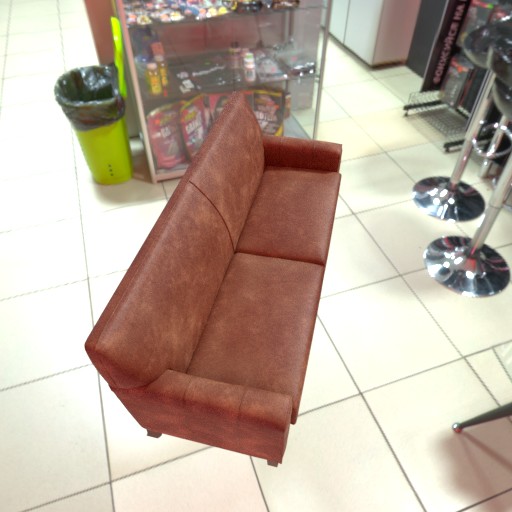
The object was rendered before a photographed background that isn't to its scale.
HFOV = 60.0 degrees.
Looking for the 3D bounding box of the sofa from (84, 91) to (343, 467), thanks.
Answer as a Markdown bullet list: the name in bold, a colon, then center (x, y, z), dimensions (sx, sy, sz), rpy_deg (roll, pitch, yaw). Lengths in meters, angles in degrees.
- **sofa**: center (0.000, 0.000, 2.553), dimensions (0.805, 0.947, 2.053), rpy_deg (10, 48, 9)
